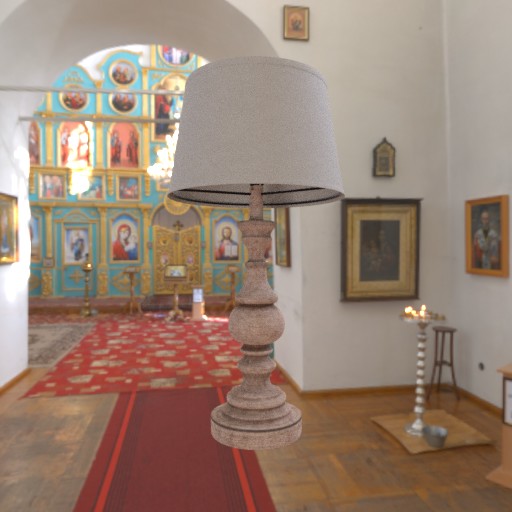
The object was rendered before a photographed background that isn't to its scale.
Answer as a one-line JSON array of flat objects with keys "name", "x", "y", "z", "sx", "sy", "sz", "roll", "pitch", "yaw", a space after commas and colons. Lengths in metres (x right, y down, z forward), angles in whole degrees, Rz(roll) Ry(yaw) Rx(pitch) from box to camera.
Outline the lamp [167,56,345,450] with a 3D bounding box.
[{"name": "lamp", "x": 0.000, "y": 0.000, "z": 0.862, "sx": 0.340, "sy": 0.678, "sz": 0.340, "roll": 0, "pitch": 0, "yaw": 0}]
